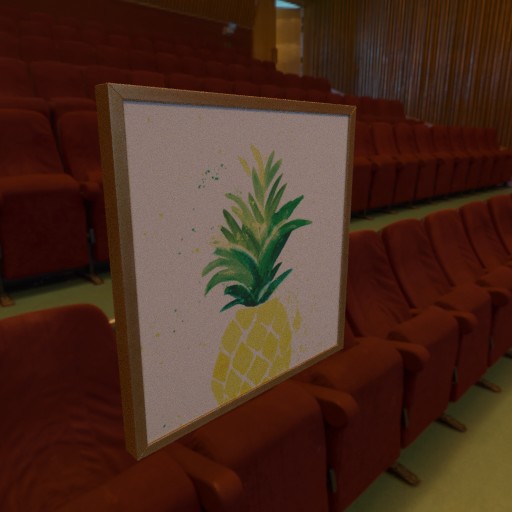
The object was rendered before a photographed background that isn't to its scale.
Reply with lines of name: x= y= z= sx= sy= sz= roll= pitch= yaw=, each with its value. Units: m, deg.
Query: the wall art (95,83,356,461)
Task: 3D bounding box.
wall art: x=0.000 y=0.000 z=0.756 sx=0.510 sy=0.509 sz=0.033 roll=-14 pitch=20 yaw=-43
